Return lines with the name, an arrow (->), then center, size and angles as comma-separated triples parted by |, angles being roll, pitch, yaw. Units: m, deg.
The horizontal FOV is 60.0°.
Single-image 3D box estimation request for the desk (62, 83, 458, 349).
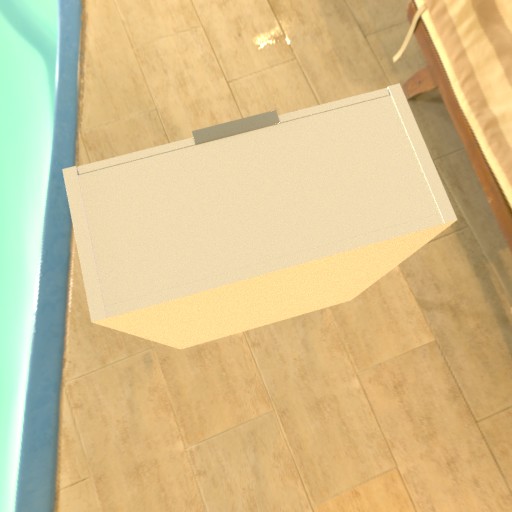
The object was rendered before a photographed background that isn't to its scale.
desk -> 0.000, 0.000, 1.610 | 0.850, 1.190, 0.390 | -15, 76, -4
